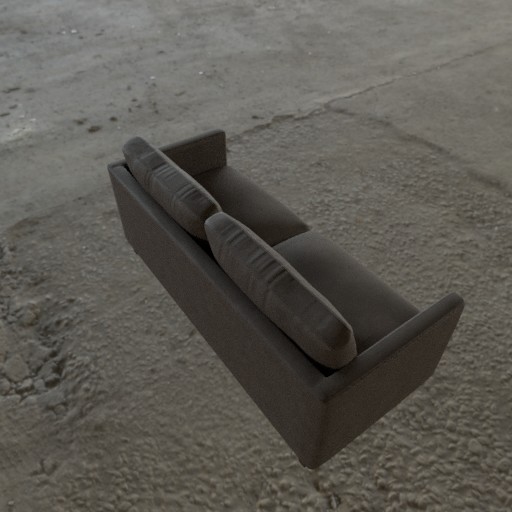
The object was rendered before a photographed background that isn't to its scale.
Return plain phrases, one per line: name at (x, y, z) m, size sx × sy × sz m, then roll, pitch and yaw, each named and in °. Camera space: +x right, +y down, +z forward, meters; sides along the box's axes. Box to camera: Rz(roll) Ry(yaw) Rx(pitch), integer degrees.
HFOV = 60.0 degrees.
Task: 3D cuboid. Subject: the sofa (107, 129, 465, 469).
sofa at (0.000, 0.000, 2.730) m, size 0.951 × 0.965 × 2.208 m, roll -26°, pitch 49°, yaw -26°
